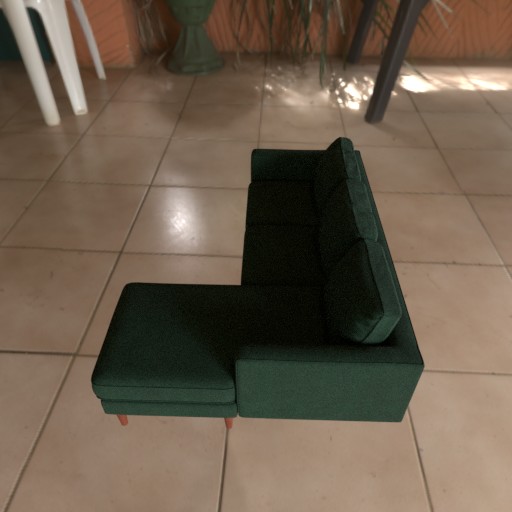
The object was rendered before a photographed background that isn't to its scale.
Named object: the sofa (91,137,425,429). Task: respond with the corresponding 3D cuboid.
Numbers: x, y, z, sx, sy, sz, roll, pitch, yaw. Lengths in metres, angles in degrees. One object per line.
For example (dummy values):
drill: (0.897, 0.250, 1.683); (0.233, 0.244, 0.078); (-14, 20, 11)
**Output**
sofa: (0.000, 0.000, 2.902); (1.580, 0.899, 2.030); (1, 41, 1)
